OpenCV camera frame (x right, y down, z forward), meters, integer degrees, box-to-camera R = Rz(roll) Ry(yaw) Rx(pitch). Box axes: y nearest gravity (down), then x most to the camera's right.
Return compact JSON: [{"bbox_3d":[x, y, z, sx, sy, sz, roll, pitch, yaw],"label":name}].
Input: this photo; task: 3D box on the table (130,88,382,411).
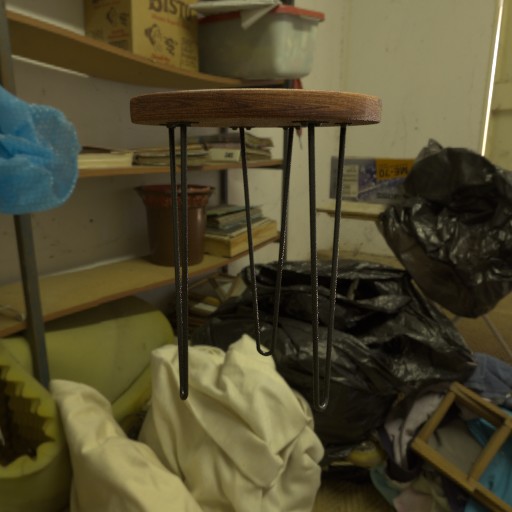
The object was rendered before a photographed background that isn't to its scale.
[{"bbox_3d":[0.000,0.000,0.791,0.400,0.520,0.400,0,15,0],"label":"table"}]
